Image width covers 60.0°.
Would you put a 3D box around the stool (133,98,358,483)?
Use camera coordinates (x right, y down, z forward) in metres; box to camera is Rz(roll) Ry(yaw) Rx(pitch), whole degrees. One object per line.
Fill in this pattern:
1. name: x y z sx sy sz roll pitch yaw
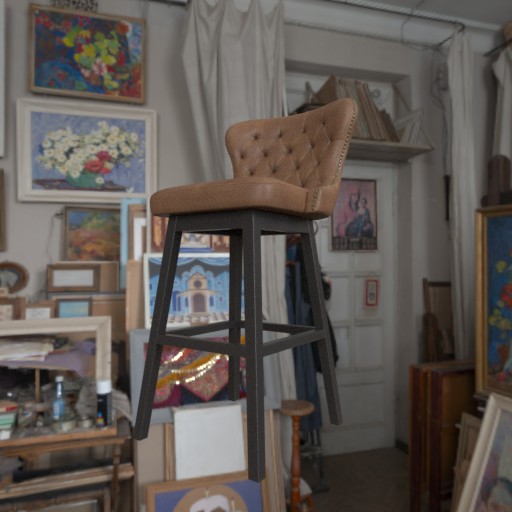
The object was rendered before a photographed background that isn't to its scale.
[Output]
1. stool: 0.000 0.000 1.395 0.528 1.050 0.601 0 -1 35
